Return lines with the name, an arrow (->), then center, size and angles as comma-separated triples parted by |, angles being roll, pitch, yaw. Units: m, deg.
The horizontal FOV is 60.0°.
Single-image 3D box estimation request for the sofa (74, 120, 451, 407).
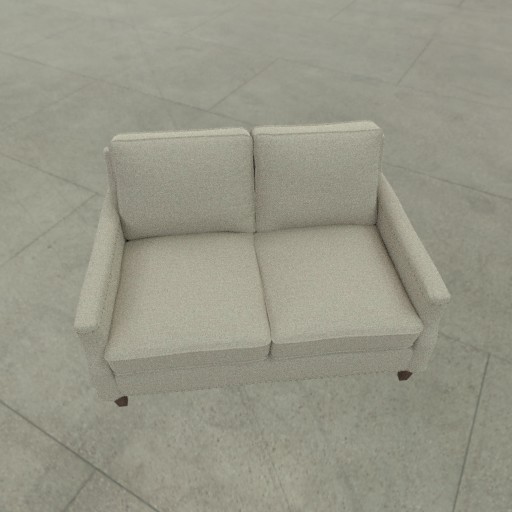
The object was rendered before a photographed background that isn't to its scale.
sofa -> 0.000, 0.000, 2.250 | 1.597, 1.003, 1.084 | -4, 46, -4
